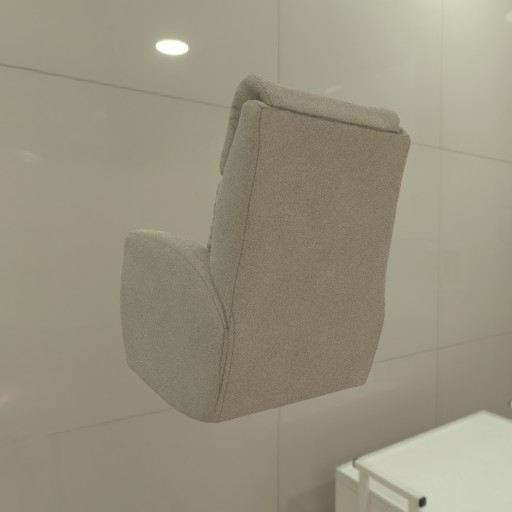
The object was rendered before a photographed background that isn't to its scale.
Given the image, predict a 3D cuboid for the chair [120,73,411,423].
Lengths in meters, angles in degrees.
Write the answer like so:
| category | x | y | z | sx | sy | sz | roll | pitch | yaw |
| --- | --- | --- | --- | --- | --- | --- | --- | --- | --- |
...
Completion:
| category | x | y | z | sx | sy | sz | roll | pitch | yaw |
| --- | --- | --- | --- | --- | --- | --- | --- | --- | --- |
| chair | 0.000 | 0.000 | 1.672 | 0.794 | 1.021 | 0.940 | -1 | 2 | -34 |
